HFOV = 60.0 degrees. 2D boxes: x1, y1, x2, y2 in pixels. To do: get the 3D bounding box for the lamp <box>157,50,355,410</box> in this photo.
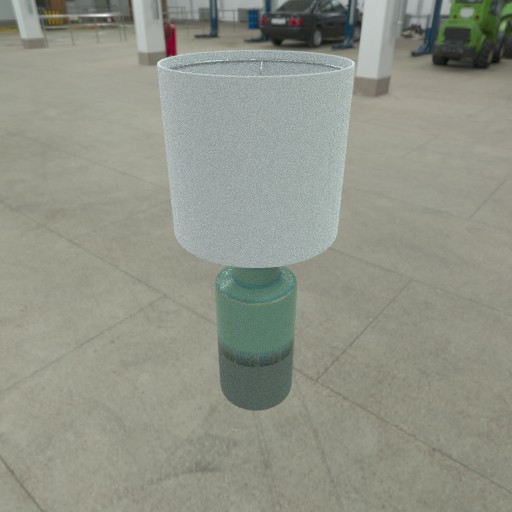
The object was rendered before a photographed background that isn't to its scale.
[{"bbox_3d":[0.000,0.000,0.607,0.212,0.493,0.212,2,31,4],"label":"lamp"}]
